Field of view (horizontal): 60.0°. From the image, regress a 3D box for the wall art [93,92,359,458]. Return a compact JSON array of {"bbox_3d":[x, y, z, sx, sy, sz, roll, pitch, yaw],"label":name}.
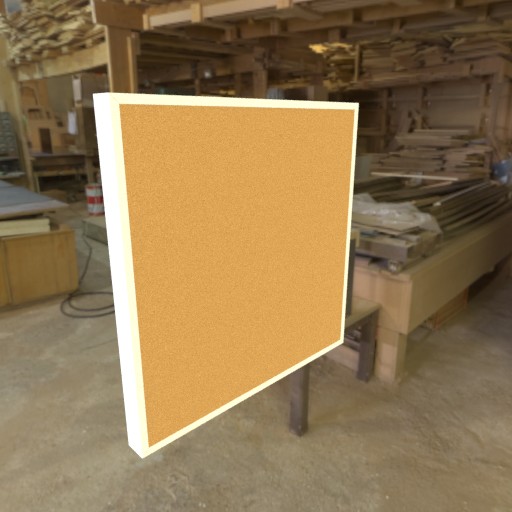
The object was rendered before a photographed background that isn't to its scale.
[{"bbox_3d":[0.000,0.000,0.764,0.509,0.509,0.040,-16,23,-42],"label":"wall art"}]
